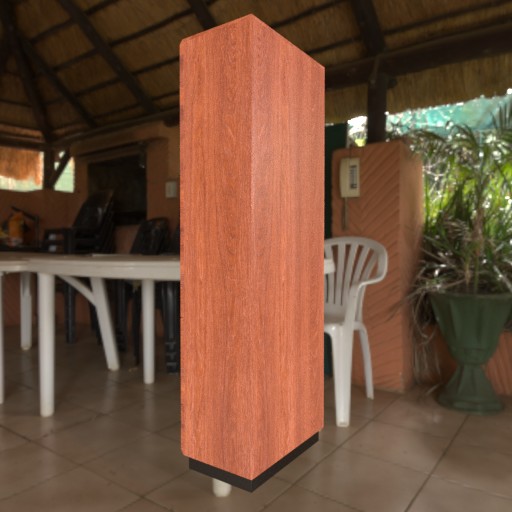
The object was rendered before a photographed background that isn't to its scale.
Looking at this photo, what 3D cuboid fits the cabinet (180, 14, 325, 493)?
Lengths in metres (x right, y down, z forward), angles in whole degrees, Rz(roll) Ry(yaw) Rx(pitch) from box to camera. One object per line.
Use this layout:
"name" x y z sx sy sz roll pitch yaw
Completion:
"cabinet" 0.000 0.000 2.207 0.420 1.980 0.660 1 1 35
